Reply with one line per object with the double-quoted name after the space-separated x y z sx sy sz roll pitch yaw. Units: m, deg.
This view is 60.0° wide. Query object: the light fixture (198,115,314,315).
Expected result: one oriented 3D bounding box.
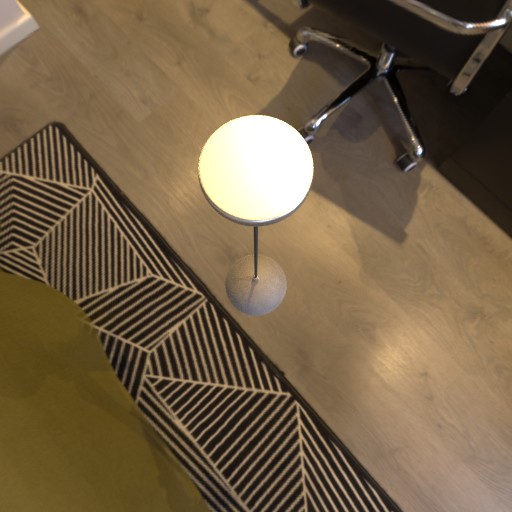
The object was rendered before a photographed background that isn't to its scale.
0.000 0.000 0.818 0.153 0.760 0.153 17 77 4 "light fixture"
